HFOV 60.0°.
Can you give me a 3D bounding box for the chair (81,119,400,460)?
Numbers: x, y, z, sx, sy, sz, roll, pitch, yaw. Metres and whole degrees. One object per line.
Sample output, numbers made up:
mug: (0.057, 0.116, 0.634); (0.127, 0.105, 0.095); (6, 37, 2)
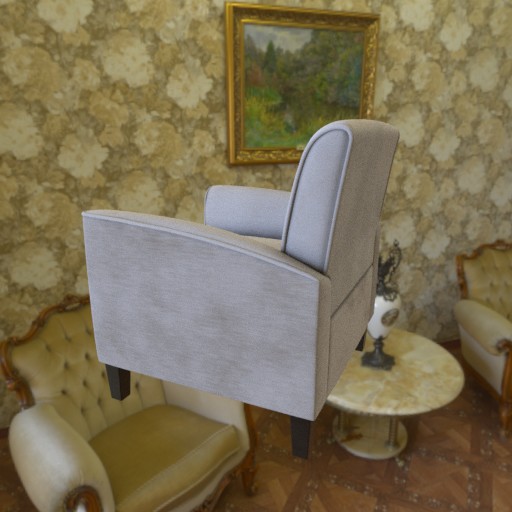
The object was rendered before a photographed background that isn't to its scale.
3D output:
chair: (0.000, 0.000, 1.576); (0.821, 0.915, 0.820); (7, 17, 24)
